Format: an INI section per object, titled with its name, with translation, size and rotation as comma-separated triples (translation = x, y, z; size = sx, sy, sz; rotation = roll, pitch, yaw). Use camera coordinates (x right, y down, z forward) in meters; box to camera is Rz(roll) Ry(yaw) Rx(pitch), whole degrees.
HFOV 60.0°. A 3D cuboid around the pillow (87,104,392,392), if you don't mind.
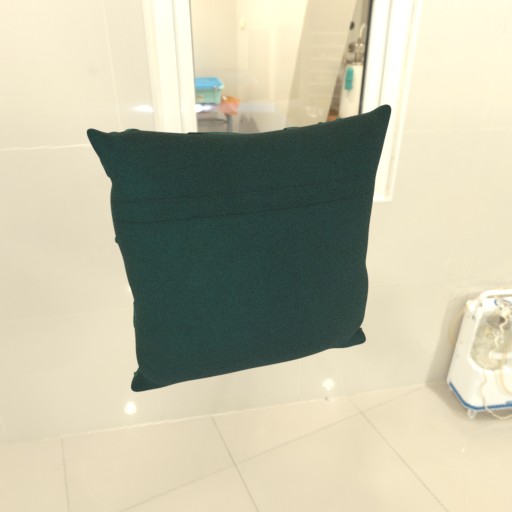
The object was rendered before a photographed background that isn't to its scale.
[pillow]
translation = 0.000, 0.000, 0.701
size = 0.439, 0.440, 0.184
rotation = -9, 29, -16
